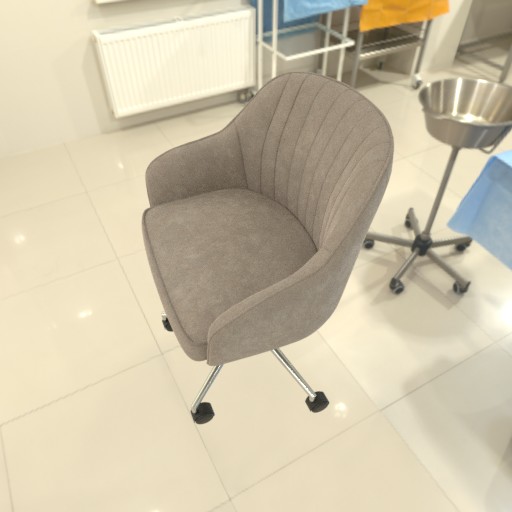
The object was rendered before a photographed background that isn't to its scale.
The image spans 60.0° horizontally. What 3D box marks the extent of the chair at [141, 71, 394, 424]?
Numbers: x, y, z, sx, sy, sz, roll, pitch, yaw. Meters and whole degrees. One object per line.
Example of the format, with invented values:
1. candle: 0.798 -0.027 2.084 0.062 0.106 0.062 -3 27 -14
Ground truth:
1. chair: 0.000 0.000 1.241 0.573 0.831 0.635 -16 48 -15
